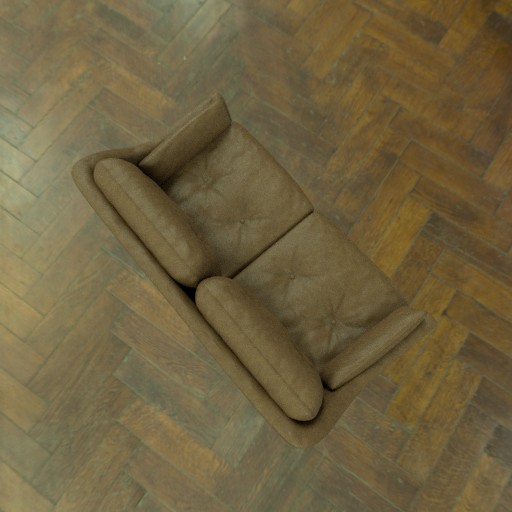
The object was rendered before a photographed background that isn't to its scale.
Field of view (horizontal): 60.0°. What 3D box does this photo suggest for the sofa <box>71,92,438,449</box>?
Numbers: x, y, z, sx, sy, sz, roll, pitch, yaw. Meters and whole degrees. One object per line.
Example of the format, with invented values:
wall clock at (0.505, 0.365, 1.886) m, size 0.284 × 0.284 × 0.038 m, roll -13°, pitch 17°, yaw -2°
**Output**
sofa at (0.000, 0.000, 2.362) m, size 0.981 × 0.886 × 1.731 m, roll -40°, pitch 79°, yaw -10°
